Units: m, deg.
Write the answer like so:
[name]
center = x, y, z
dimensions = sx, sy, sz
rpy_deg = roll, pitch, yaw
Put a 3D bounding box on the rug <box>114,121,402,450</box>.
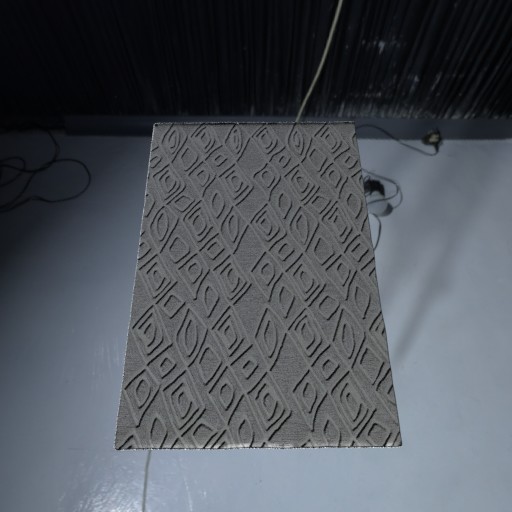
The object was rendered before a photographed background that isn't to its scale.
[rug]
center = 0.000, 0.000, 2.286
dimensions = 1.224, 0.016, 1.832
rpy_deg = -1, 63, 0
